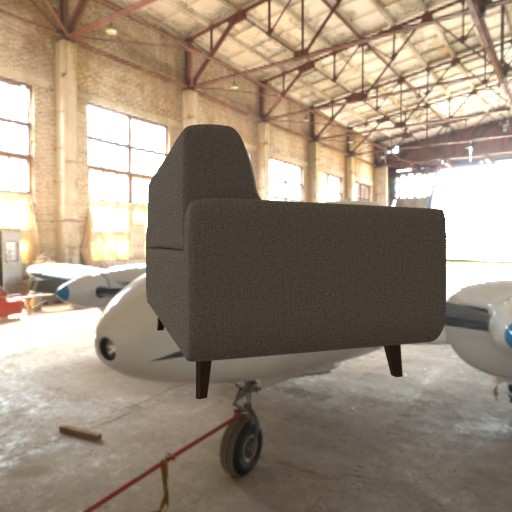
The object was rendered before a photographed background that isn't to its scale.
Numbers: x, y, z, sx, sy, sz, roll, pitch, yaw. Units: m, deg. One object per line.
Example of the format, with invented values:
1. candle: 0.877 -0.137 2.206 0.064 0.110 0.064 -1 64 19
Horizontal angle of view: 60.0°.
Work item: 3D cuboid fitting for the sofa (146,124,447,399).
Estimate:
1. sofa: 0.000 0.000 2.218 0.952 0.925 1.651 0 1 -18
